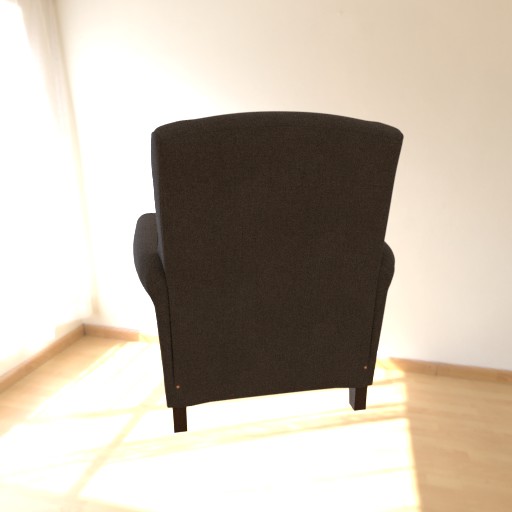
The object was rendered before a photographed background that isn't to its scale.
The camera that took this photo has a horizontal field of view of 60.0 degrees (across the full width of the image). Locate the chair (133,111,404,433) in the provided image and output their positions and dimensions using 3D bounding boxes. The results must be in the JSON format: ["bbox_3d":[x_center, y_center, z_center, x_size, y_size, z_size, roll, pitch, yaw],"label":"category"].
[{"bbox_3d":[0.000,0.000,1.780,0.978,1.061,0.905,-3,15,-11],"label":"chair"}]
